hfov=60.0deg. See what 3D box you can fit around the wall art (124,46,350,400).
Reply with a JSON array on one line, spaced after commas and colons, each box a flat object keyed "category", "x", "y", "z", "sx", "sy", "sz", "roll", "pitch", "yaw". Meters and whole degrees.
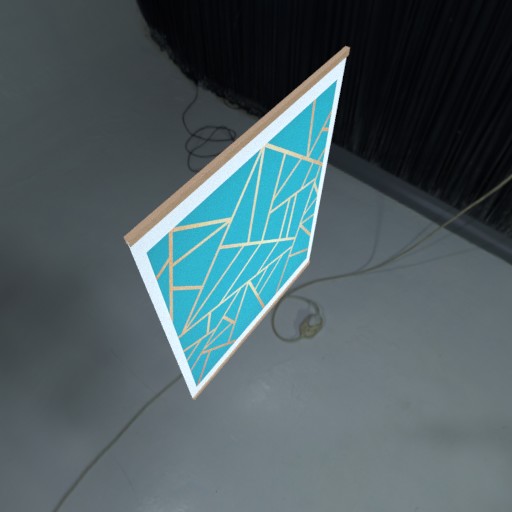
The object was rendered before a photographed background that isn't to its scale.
[{"category": "wall art", "x": 0.000, "y": 0.000, "z": 1.383, "sx": 0.013, "sy": 1.016, "sz": 0.758, "roll": 33, "pitch": 62, "yaw": 20}]
